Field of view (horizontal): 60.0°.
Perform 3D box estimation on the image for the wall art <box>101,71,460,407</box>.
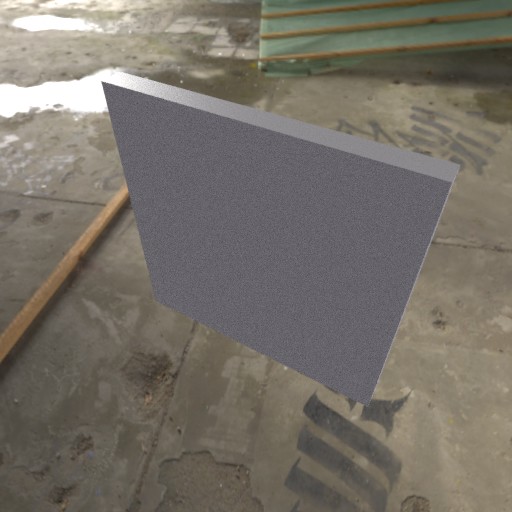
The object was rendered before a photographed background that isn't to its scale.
[{"bbox_3d":[0.000,0.000,0.527,0.355,0.355,0.027,22,49,21],"label":"wall art"}]
